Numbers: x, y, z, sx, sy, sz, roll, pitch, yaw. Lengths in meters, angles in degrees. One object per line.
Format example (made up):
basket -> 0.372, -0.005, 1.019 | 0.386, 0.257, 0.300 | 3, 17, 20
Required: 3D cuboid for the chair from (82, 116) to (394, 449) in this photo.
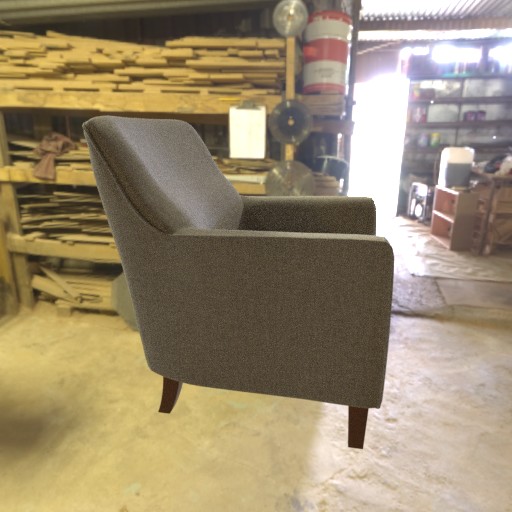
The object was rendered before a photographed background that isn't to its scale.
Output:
chair -> 0.000, 0.000, 1.753 | 0.993, 1.047, 0.887 | 3, 16, 11
